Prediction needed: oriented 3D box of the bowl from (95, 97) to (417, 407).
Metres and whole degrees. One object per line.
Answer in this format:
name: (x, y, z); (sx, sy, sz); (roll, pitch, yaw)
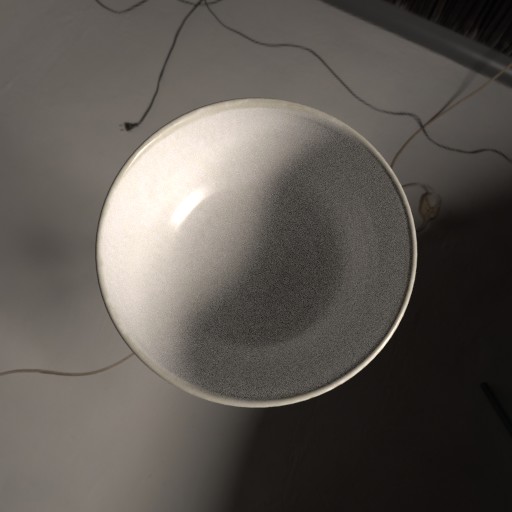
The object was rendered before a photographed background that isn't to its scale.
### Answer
bowl: (0.000, 0.000, 0.426); (0.268, 0.121, 0.268); (0, 75, 0)
